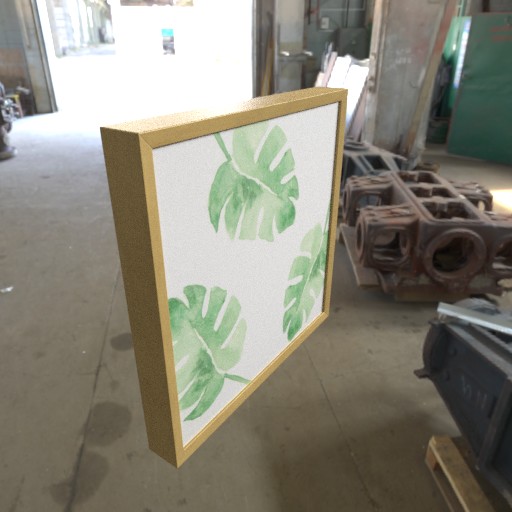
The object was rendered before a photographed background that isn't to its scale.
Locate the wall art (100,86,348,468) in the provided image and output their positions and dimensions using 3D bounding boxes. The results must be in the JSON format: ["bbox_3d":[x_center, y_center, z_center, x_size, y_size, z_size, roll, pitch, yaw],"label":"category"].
[{"bbox_3d":[0.000,0.000,0.462,0.038,0.305,0.305,18,32,31],"label":"wall art"}]
